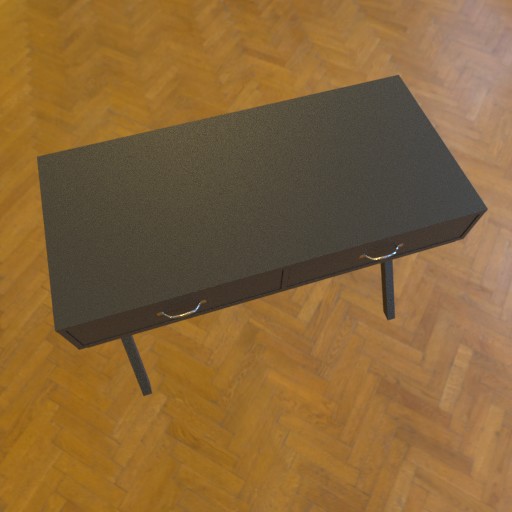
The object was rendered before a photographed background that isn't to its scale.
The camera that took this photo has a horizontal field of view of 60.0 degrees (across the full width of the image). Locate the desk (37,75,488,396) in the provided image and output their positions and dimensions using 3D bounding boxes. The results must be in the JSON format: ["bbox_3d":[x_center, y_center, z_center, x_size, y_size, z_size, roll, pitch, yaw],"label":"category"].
[{"bbox_3d":[0.000,0.000,1.480,1.057,0.780,0.525,-15,63,-8],"label":"desk"}]
